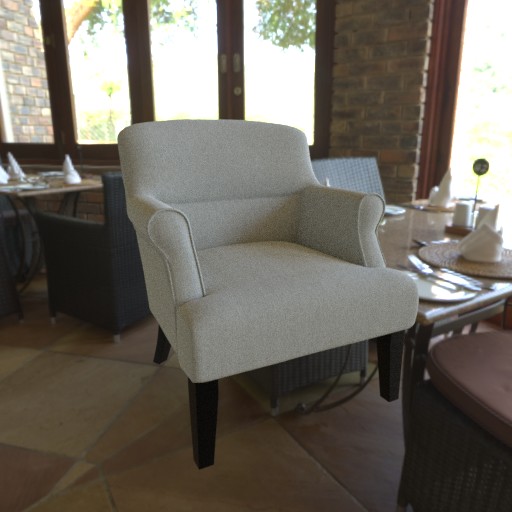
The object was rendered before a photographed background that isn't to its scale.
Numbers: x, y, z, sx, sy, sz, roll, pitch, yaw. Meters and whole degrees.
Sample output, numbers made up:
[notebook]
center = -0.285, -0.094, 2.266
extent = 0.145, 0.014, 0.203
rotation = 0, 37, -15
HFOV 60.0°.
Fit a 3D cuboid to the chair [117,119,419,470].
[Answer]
[chair]
center = 0.000, 0.000, 1.450
extent = 0.781, 0.875, 0.750
rotation = -8, 17, -26
